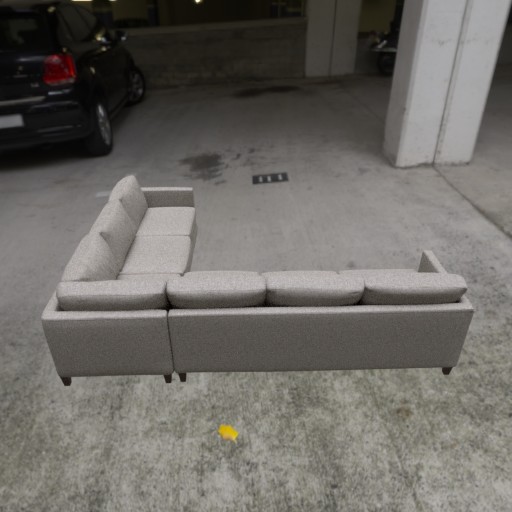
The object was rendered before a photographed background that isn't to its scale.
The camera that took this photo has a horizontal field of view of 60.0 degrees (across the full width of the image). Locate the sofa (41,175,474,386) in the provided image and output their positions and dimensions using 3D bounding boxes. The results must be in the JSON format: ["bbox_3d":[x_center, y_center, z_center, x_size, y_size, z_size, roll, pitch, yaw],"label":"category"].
[{"bbox_3d":[0.000,0.000,4.509,3.302,0.947,2.593,-1,31,-2],"label":"sofa"}]
